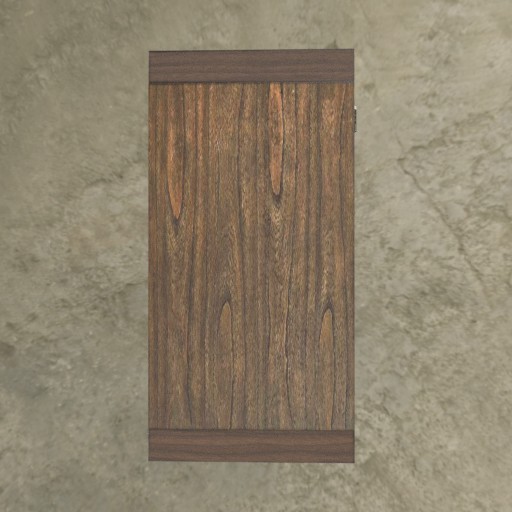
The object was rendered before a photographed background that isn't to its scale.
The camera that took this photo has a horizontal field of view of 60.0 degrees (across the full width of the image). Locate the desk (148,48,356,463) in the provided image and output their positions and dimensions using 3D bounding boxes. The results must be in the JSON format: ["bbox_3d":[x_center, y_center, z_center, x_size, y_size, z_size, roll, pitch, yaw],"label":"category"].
[{"bbox_3d":[0.000,0.000,1.999,0.784,0.725,1.543,0,90,1],"label":"desk"}]
